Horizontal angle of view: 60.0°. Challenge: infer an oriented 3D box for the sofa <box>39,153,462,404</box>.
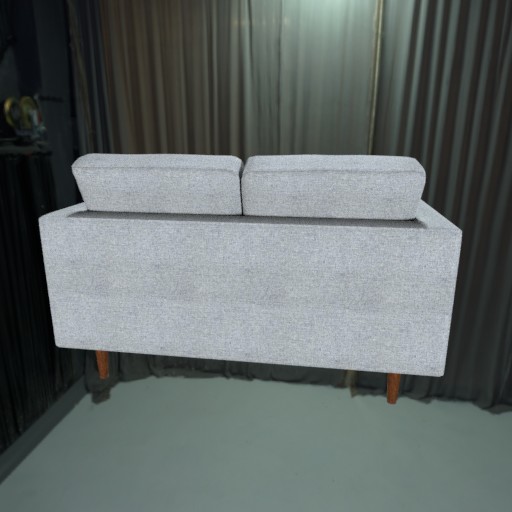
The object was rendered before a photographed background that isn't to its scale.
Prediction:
[{"bbox_3d":[0.000,0.000,2.095,1.527,0.973,0.969,2,16,8],"label":"sofa"}]
